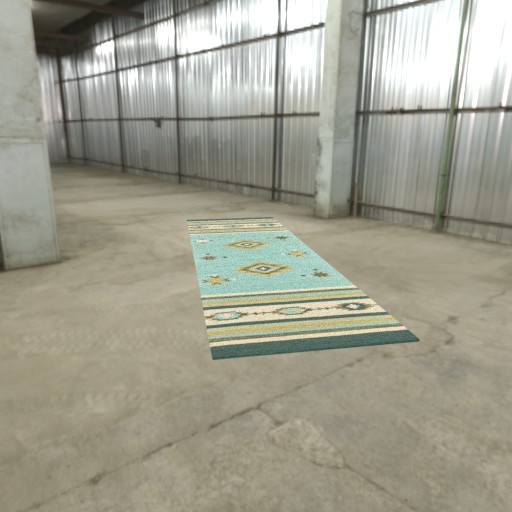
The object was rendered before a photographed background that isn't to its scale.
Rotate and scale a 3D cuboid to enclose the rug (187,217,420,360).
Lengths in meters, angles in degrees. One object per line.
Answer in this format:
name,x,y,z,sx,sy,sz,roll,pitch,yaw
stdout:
rug,0.000,0.000,2.682,0.744,0.010,2.441,-3,16,-10
